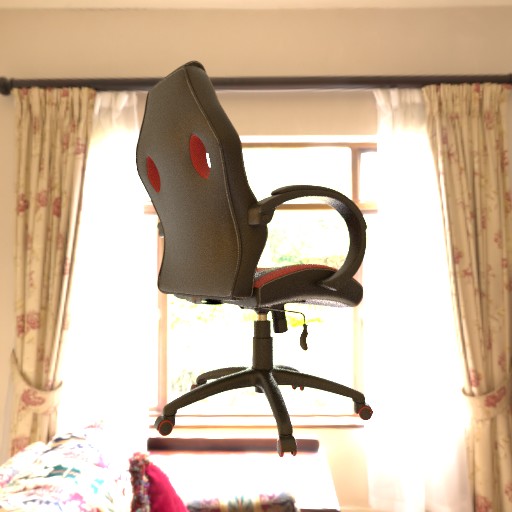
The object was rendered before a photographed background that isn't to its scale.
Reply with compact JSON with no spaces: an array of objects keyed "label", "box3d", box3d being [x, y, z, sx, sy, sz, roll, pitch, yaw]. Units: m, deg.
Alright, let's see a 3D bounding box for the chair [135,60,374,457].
[{"label":"chair","box3d":[0.000,0.000,1.668,0.783,1.189,0.750,1,-2,-38]}]
